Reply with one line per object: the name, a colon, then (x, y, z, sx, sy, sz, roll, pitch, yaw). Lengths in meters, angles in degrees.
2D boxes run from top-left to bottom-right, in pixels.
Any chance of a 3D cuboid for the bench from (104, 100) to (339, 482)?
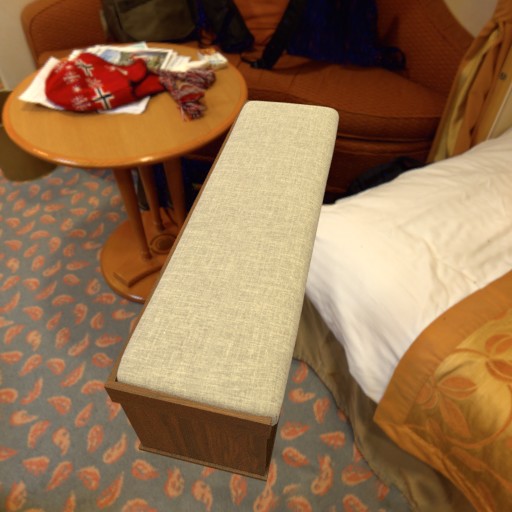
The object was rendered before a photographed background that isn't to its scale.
bench: (0.000, 0.000, 1.423, 0.367, 0.468, 1.196, 10, 49, 9)
